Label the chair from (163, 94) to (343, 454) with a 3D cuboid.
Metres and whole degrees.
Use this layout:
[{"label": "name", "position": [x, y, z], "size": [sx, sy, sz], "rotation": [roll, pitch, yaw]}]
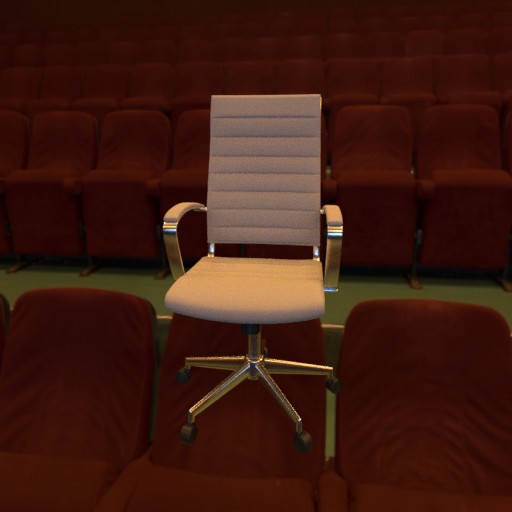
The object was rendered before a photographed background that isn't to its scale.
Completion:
[{"label": "chair", "position": [0.000, 0.000, 1.606], "size": [0.679, 1.149, 0.667], "rotation": [2, 15, 7]}]
